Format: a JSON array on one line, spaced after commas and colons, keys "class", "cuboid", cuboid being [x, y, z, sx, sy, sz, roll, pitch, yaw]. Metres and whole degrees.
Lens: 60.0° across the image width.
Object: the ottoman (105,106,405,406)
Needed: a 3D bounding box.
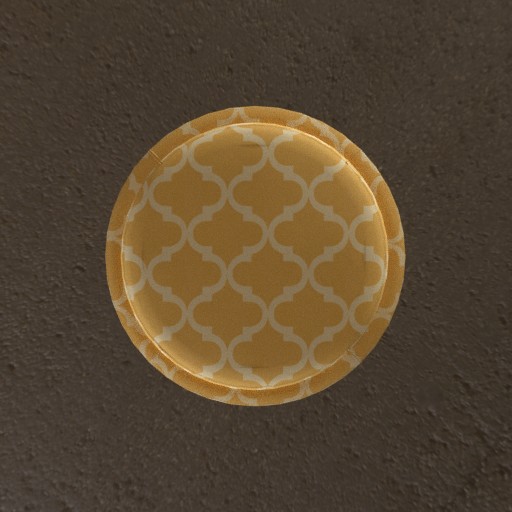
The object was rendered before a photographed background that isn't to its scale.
[{"class": "ottoman", "cuboid": [0.000, 0.000, 0.837, 0.480, 0.429, 0.480, 0, 90, 1]}]
